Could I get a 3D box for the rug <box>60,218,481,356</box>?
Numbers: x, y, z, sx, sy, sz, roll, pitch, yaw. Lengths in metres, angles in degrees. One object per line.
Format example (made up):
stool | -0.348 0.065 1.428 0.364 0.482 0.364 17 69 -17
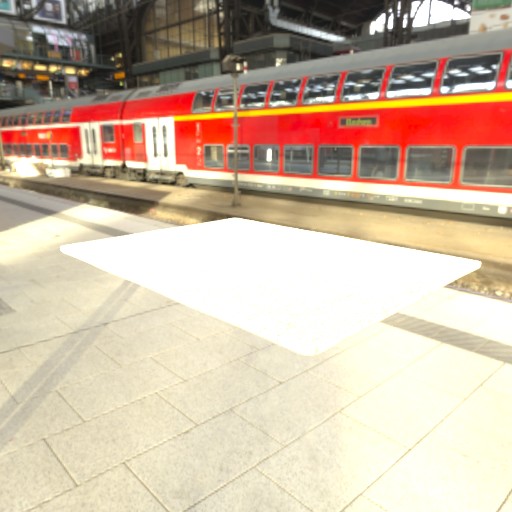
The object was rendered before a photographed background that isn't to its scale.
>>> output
rug | 0.000 0.000 2.075 1.200 0.027 1.600 -14 20 -43
